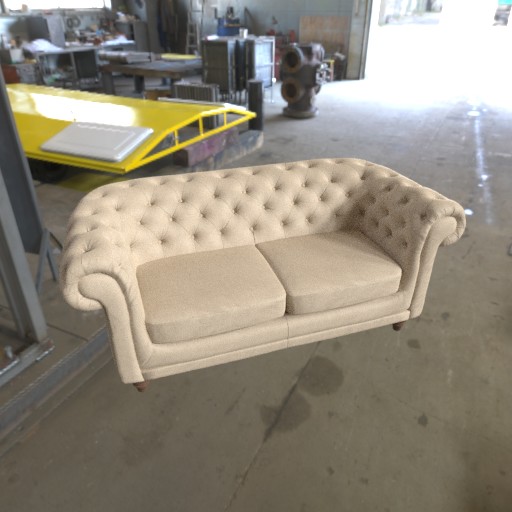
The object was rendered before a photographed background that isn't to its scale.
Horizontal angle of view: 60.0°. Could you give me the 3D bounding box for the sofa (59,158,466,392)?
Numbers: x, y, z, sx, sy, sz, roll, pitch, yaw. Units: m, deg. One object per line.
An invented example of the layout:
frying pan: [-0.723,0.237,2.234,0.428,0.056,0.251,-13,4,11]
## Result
sofa: [0.000,0.000,2.578,1.988,0.835,1.069,-9,31,-16]
